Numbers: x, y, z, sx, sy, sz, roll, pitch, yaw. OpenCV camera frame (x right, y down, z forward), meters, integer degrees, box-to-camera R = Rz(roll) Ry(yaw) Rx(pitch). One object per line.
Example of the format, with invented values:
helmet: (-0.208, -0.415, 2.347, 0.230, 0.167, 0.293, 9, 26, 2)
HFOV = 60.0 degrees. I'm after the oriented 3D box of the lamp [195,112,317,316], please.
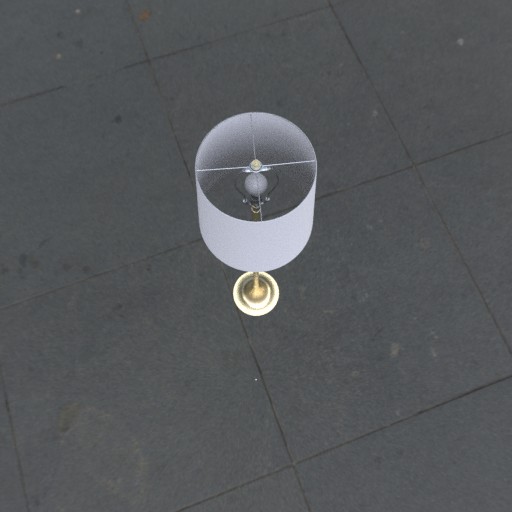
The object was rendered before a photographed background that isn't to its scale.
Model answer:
lamp: (0.000, 0.000, 1.729, 0.337, 1.543, 0.337, 0, 74, 0)
